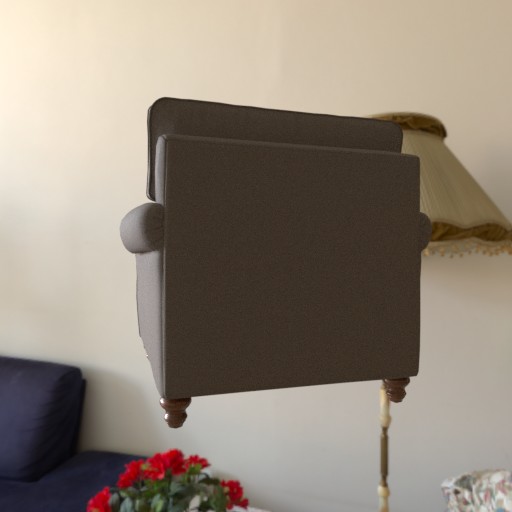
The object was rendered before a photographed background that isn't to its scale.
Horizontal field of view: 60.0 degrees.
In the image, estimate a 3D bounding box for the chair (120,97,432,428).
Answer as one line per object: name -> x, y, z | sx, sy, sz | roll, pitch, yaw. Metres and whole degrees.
chair -> 0.000, 0.000, 1.746 | 1.029, 0.967, 0.966 | 0, 0, -17
